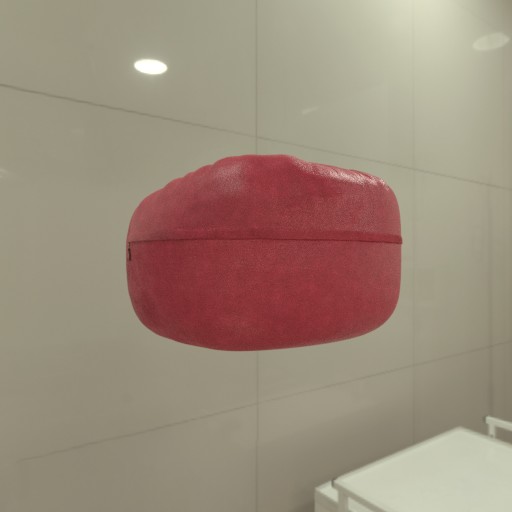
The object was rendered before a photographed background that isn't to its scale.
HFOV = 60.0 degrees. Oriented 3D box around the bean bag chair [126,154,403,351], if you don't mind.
[{"bbox_3d":[0.000,0.000,2.525,1.524,0.878,1.524,0,0,-37],"label":"bean bag chair"}]
